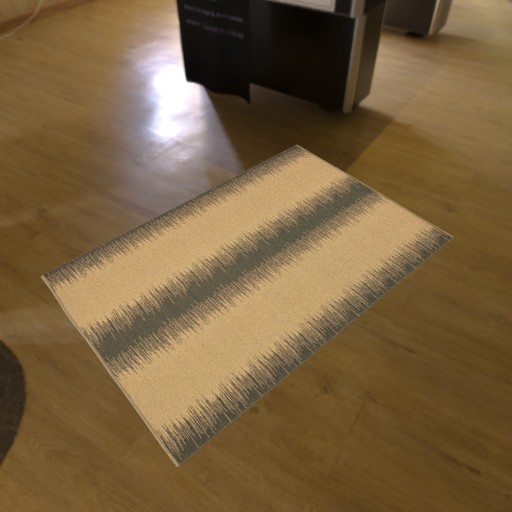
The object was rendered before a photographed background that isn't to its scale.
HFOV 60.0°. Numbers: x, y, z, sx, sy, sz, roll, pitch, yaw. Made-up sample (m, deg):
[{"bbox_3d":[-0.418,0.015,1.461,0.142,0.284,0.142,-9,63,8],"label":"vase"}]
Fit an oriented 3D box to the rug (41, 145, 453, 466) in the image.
[{"bbox_3d":[0.000,0.000,2.364,1.854,0.006,1.234,-32,54,-27],"label":"rug"}]
